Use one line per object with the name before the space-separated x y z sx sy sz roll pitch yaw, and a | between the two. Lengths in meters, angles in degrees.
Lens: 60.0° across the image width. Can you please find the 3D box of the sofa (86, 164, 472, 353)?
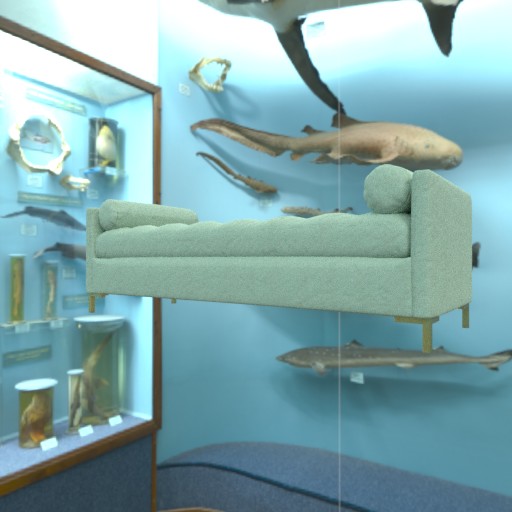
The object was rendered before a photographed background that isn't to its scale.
sofa | 0.000 0.000 2.477 2.102 0.705 0.796 0 0 36
